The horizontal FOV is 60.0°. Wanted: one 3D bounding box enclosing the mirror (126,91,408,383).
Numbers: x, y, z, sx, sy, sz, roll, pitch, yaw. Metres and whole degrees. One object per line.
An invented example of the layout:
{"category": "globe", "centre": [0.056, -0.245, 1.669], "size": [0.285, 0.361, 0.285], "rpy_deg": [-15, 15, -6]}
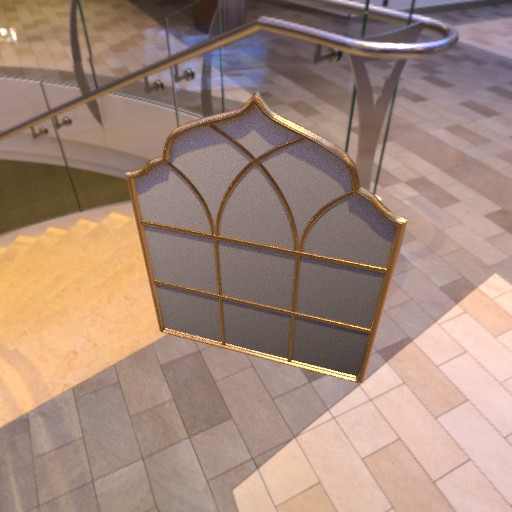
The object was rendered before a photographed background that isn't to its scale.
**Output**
{"category": "mirror", "centre": [0.000, 0.000, 0.862], "size": [0.513, 0.635, 0.018], "rpy_deg": [12, 42, 13]}
